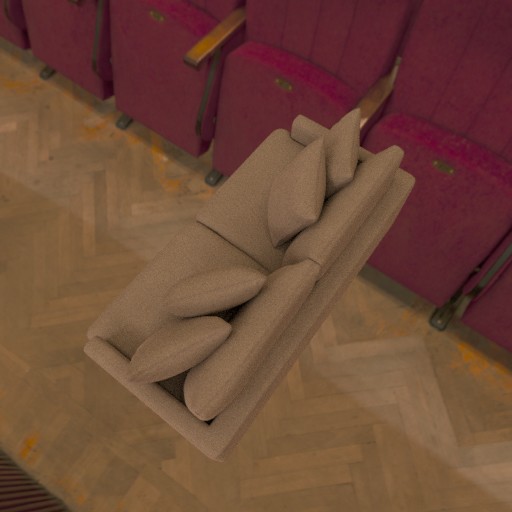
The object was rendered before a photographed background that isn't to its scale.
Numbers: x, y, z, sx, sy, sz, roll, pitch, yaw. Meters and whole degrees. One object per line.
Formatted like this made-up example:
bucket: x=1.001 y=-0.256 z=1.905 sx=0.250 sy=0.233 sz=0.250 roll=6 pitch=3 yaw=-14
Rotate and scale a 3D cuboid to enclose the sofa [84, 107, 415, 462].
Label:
sofa: x=0.000 y=0.000 z=3.101 sx=1.228 sy=1.084 sz=2.380 roll=34 pitch=69 yaw=15
